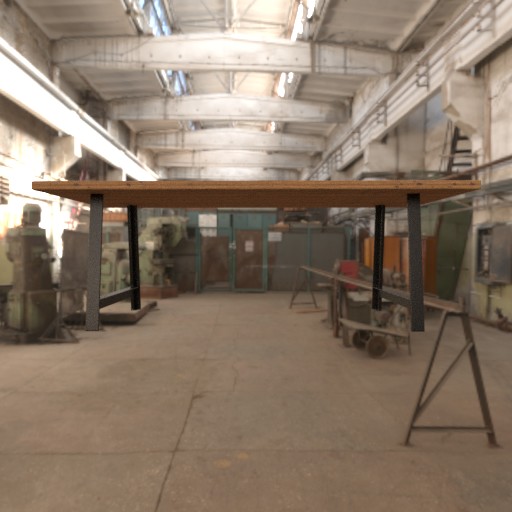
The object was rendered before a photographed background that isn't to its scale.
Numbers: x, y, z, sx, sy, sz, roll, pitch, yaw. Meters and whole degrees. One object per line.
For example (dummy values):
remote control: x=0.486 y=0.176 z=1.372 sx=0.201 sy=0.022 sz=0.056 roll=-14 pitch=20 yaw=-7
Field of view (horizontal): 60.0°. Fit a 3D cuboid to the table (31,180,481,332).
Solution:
table: x=0.000 y=0.000 z=2.669 sx=2.200 sy=0.757 sz=1.000 roll=0 pitch=1 yaw=1
